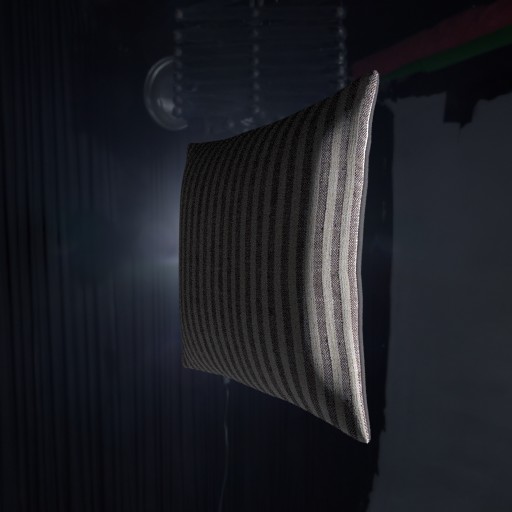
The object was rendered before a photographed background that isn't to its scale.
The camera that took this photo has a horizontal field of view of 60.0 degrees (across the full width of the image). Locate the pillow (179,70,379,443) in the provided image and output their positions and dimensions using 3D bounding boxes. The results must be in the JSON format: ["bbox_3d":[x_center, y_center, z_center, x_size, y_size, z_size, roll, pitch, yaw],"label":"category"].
[{"bbox_3d":[0.000,0.000,0.804,0.166,0.506,0.523,0,1,-38],"label":"pillow"}]
